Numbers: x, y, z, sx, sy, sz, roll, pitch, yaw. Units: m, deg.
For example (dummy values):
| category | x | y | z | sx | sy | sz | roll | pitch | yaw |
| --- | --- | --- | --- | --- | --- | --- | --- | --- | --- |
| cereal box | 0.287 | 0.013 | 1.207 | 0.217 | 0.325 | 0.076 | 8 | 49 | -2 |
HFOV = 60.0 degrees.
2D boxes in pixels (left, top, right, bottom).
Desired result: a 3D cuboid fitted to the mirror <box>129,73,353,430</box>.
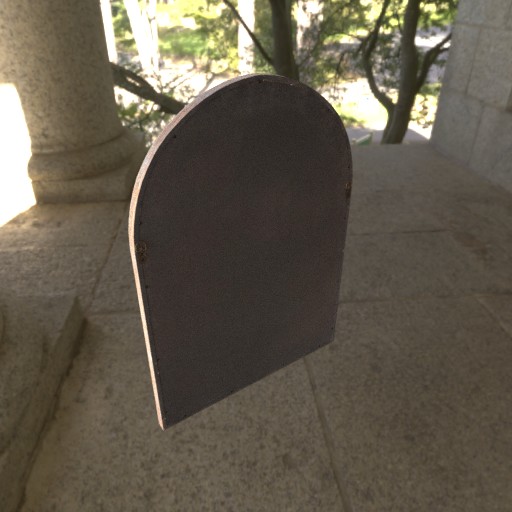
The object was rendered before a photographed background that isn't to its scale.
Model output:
| category | x | y | z | sx | sy | sz | roll | pitch | yaw |
| --- | --- | --- | --- | --- | --- | --- | --- | --- | --- |
| mirror | 0.000 | 0.000 | 1.199 | 0.660 | 0.920 | 0.032 | -20 | 36 | -29 |
